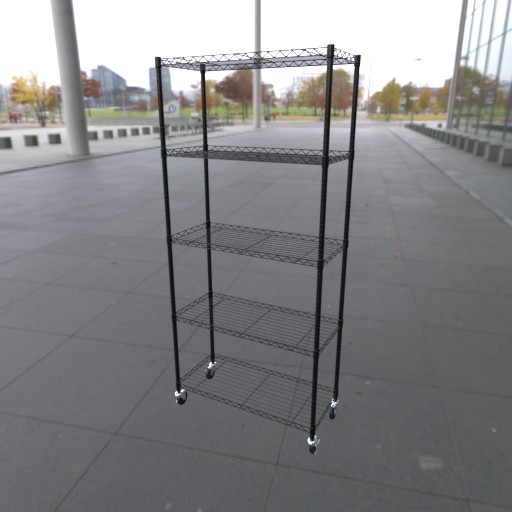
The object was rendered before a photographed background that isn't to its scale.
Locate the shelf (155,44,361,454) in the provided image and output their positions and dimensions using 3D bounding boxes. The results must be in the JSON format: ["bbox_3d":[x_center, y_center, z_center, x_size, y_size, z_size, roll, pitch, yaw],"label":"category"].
[{"bbox_3d":[0.000,0.000,1.986,0.762,1.645,0.356,9,20,27],"label":"shelf"}]
